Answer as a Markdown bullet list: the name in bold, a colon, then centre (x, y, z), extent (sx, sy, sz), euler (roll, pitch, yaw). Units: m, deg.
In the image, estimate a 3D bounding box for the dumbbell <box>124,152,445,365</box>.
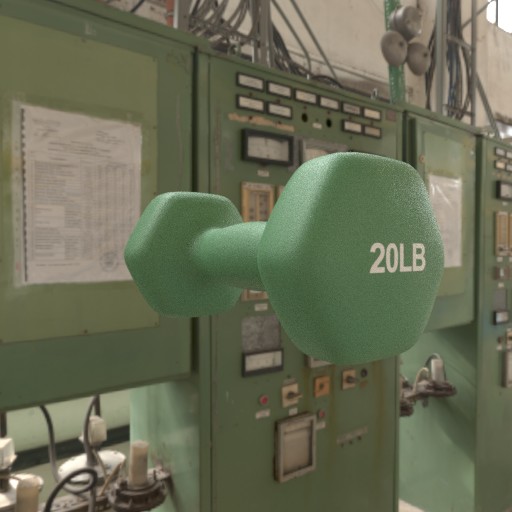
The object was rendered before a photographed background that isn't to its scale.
- **dumbbell**: centre (0.000, 0.000, 0.333), extent (0.126, 0.114, 0.257), euler (-1, 1, -36)
